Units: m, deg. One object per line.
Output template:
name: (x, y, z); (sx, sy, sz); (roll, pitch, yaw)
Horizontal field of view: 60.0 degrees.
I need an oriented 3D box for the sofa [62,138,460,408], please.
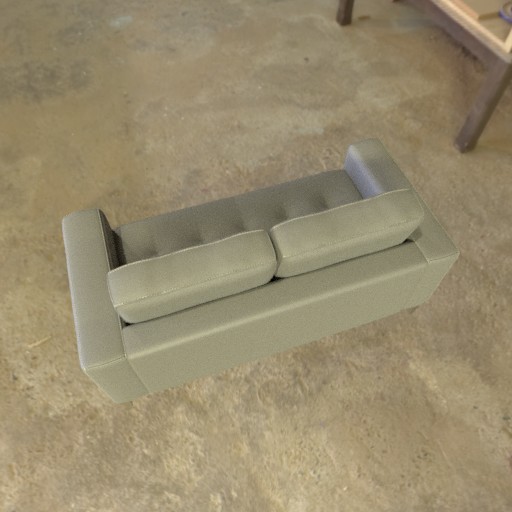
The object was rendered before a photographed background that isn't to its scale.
sofa: (0.000, 0.000, 2.216); (1.726, 0.893, 0.833); (-16, 58, -10)
